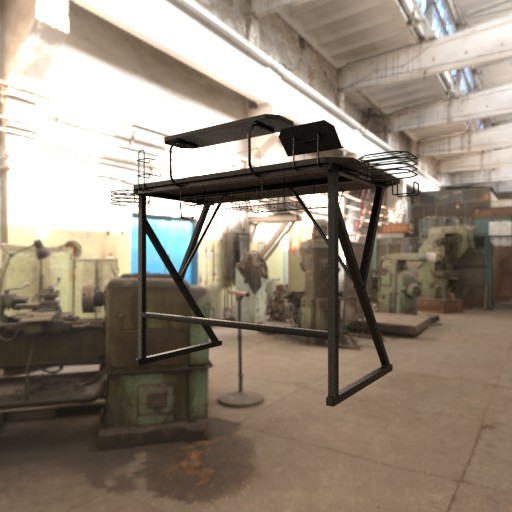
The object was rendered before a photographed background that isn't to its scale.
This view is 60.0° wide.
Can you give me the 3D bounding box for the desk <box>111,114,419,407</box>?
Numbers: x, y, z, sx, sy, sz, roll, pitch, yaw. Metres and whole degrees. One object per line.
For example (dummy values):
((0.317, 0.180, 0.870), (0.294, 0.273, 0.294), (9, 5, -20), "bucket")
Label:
((0.000, 0.000, 1.728), (1.290, 0.880, 0.580), (0, 0, 36), "desk")
